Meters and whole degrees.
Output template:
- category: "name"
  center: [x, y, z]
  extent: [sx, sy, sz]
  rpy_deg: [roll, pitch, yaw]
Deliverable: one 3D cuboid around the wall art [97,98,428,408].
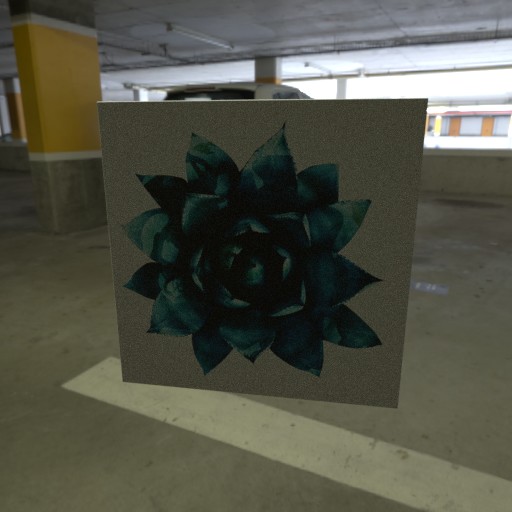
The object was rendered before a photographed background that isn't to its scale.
- category: "wall art"
  center: [0.000, 0.000, 0.461]
  extent: [0.305, 0.305, 0.038]
  rpy_deg: [3, 16, 9]
